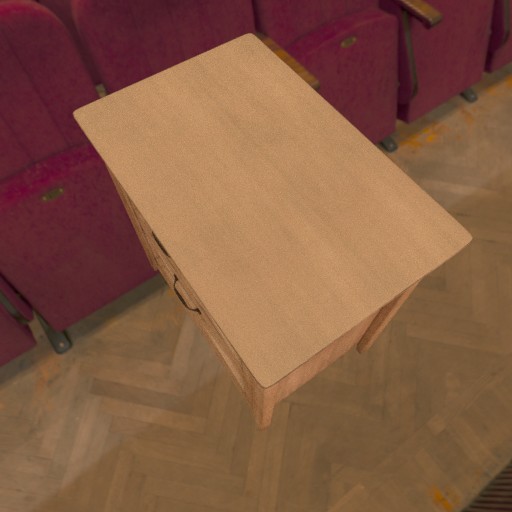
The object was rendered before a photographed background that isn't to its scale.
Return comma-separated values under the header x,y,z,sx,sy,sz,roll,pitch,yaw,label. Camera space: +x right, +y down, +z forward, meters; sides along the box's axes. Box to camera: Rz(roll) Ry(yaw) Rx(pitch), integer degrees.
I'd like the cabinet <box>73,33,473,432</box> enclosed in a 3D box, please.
x,y,z,sx,sy,sz,roll,pitch,yaw,label
0.000,0.000,1.267,0.503,0.762,0.763,-32,66,-16,cabinet
